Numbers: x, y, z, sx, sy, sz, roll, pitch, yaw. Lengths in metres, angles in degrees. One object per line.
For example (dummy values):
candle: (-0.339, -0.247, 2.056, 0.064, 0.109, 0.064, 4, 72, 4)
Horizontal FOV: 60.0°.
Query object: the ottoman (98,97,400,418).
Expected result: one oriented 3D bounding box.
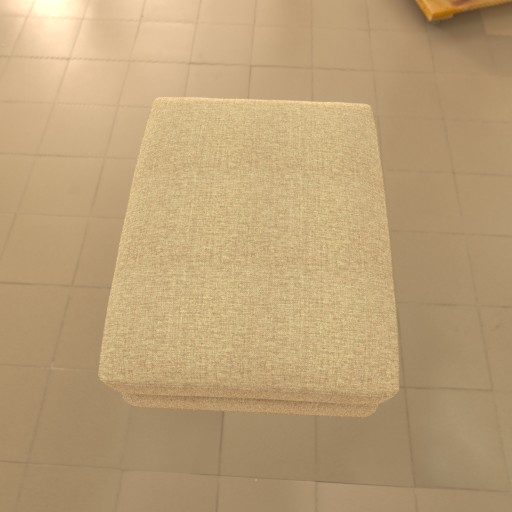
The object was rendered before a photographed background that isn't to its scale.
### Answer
ottoman: (0.000, 0.000, 1.142, 0.584, 0.513, 0.741, 2, 63, 1)
